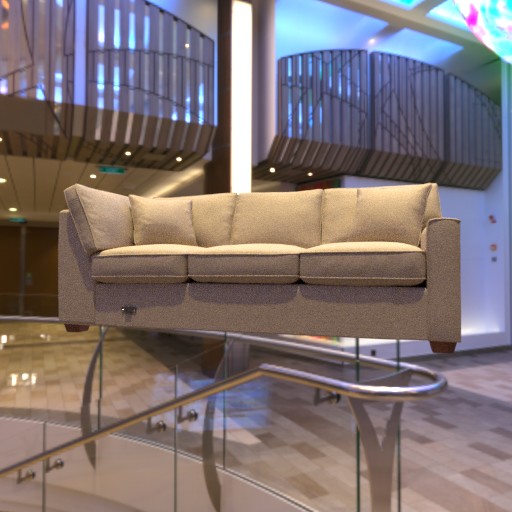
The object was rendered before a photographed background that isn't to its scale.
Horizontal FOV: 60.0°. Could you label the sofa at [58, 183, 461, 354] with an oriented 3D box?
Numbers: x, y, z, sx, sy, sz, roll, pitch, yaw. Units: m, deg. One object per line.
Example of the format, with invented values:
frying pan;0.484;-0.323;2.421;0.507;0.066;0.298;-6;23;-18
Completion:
sofa;0.000;0.000;2.864;2.317;0.962;1.061;0;-1;18
